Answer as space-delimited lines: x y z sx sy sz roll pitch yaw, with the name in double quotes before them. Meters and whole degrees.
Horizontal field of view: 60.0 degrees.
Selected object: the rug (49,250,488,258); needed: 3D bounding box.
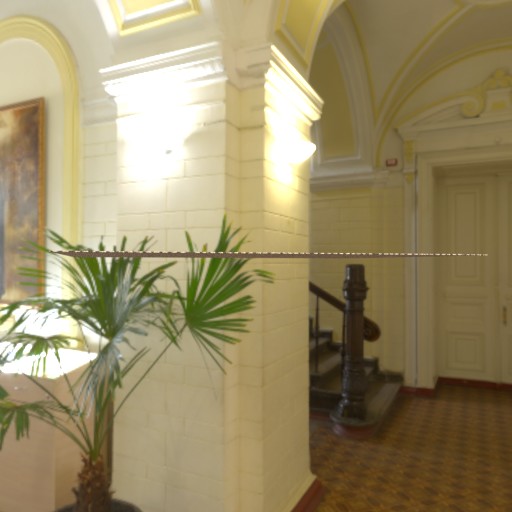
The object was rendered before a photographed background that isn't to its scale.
"rug" 0.000 0.000 2.203 1.750 0.004 1.177 0 -1 -19
